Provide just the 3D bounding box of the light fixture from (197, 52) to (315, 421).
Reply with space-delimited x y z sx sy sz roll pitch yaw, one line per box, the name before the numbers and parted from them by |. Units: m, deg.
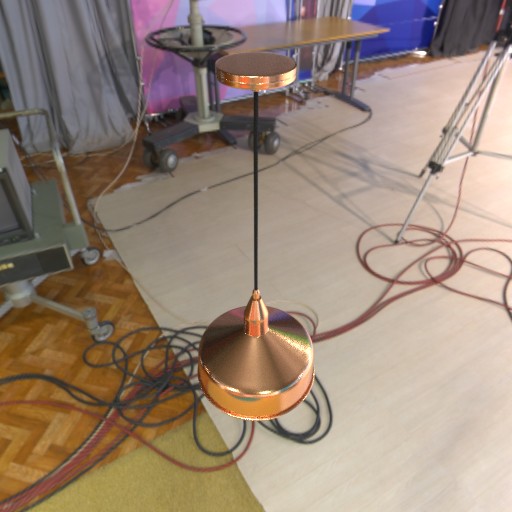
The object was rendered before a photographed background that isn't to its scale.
light fixture | 0.000 0.000 0.907 0.301 0.754 0.301 13 42 15
